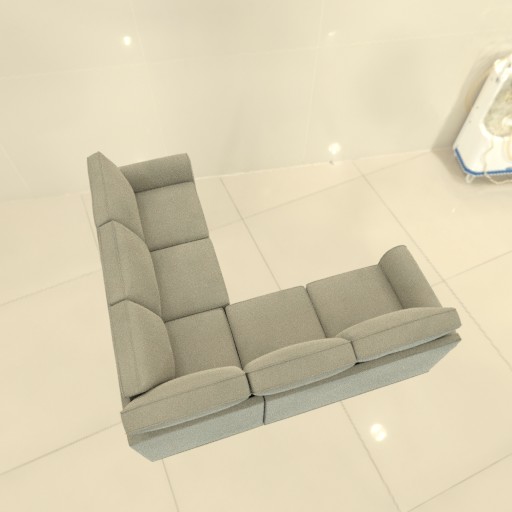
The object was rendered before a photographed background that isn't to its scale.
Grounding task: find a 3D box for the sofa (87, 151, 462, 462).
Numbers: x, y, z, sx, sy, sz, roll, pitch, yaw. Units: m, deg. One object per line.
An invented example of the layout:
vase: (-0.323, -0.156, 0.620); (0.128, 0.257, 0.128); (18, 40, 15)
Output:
sofa: (0.000, 0.000, 3.869); (2.487, 1.053, 2.562); (-15, 59, -9)
